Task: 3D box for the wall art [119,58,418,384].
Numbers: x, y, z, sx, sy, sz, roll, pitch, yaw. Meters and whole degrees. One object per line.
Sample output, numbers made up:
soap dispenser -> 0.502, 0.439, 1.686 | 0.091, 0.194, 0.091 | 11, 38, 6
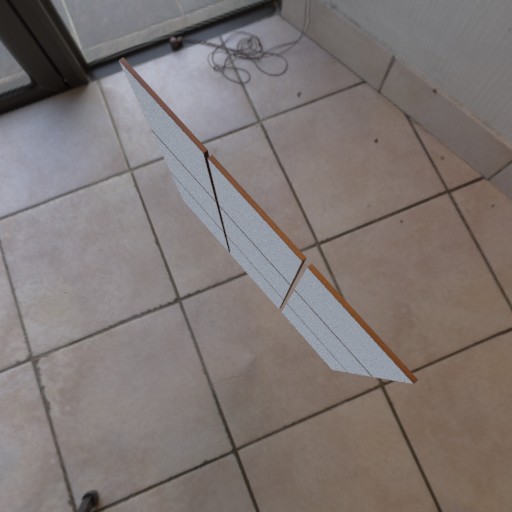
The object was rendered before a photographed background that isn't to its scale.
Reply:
wall art -> 0.000, 0.000, 1.852 | 0.017, 1.246, 1.256 | -40, 80, -8
